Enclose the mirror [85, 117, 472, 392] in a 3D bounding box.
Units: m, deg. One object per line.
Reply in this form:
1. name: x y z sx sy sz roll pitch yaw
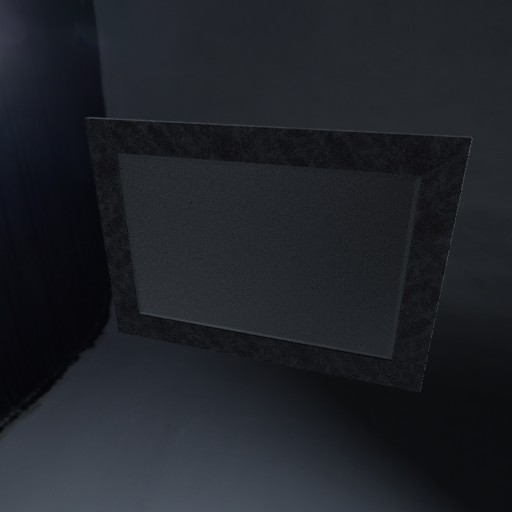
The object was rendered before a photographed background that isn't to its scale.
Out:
1. mirror: 0.000 0.000 1.399 1.101 0.795 0.022 8 26 16
